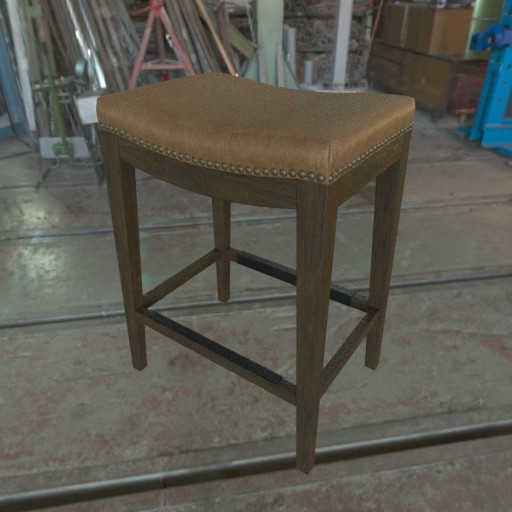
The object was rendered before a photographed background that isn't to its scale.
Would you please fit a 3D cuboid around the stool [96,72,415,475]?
[{"bbox_3d":[0.000,0.000,0.943,0.500,0.660,0.361,20,37,29],"label":"stool"}]
